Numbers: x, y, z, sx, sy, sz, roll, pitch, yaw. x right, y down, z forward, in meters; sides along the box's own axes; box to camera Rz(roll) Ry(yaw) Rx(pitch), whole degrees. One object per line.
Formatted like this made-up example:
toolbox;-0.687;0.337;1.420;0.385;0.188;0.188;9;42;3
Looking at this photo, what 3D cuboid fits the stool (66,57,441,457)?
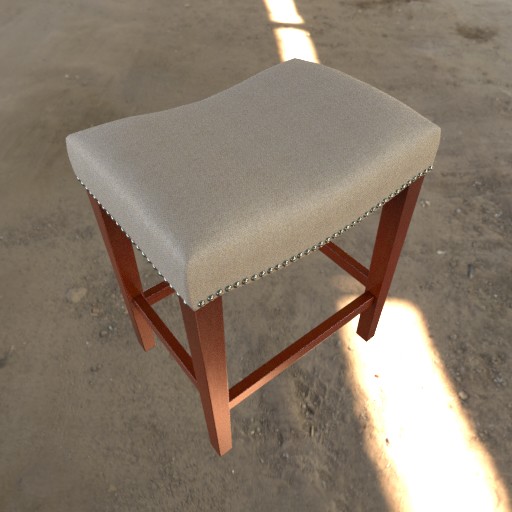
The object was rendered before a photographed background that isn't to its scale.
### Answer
stool;0.000;0.000;0.922;0.509;0.632;0.375;-30;53;-26
